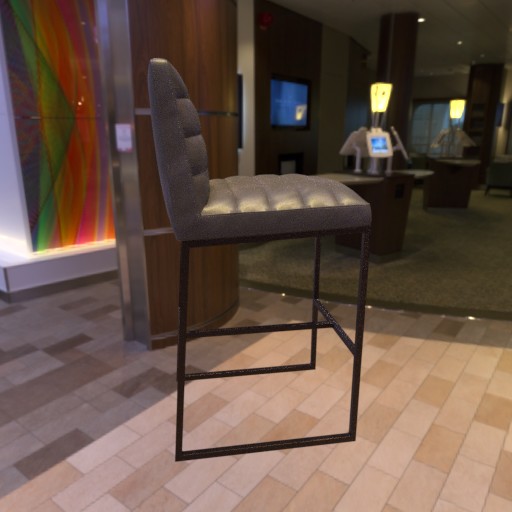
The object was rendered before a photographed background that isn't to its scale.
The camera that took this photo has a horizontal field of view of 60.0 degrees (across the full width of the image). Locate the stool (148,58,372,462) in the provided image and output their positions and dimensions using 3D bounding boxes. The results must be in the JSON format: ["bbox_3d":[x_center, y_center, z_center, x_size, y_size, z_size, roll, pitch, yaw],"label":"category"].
[{"bbox_3d":[0.000,0.000,1.357,0.562,1.065,0.463,-3,16,-9],"label":"stool"}]
